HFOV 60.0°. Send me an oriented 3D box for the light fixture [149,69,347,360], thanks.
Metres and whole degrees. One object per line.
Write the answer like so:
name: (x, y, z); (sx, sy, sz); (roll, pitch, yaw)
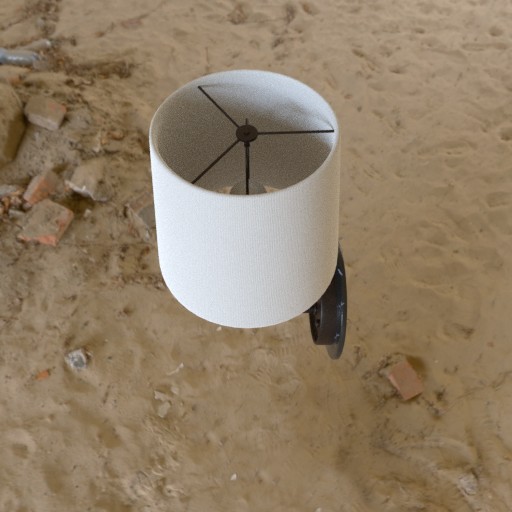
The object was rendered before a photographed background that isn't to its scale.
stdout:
light fixture: (0.000, 0.000, 0.445); (0.188, 0.337, 0.168); (-1, 58, 0)
